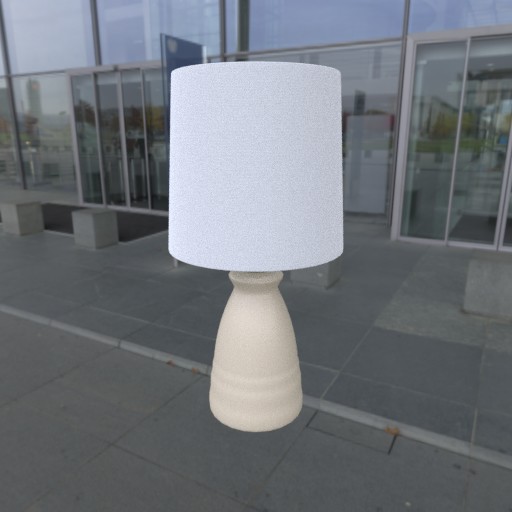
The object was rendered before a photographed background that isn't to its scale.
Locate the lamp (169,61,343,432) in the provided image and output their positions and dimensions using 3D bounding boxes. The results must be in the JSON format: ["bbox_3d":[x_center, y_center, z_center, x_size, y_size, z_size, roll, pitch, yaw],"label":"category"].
[{"bbox_3d":[0.000,0.000,0.484,0.186,0.369,0.186,0,15,0],"label":"lamp"}]
